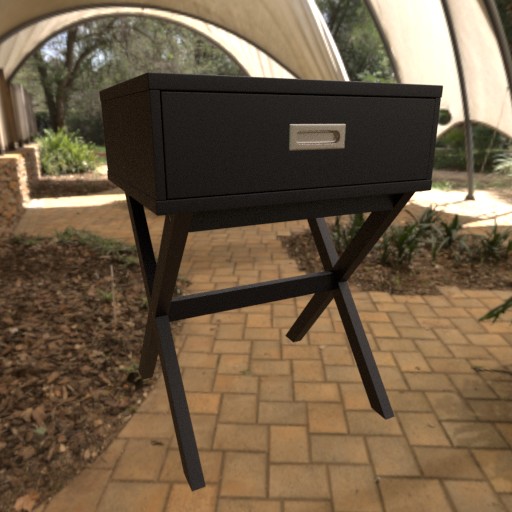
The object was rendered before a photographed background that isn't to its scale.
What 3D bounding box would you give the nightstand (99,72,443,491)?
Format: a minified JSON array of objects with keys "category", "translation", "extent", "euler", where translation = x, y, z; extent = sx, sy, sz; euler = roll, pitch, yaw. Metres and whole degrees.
[{"category":"nightstand","translation":[0.000,0.000,0.879],"extent":[0.479,0.623,0.402],"euler":[-8,19,-25]}]
